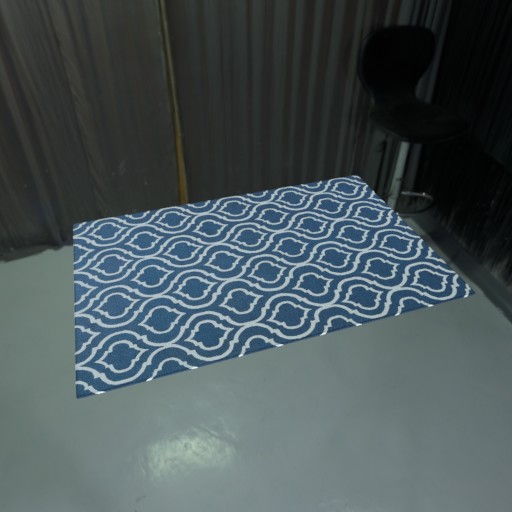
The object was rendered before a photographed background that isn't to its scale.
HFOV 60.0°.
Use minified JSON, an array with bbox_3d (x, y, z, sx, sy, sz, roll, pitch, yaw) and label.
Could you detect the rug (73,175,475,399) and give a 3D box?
[{"bbox_3d":[0.000,0.000,2.242,1.753,0.010,1.143,-12,41,-14],"label":"rug"}]
